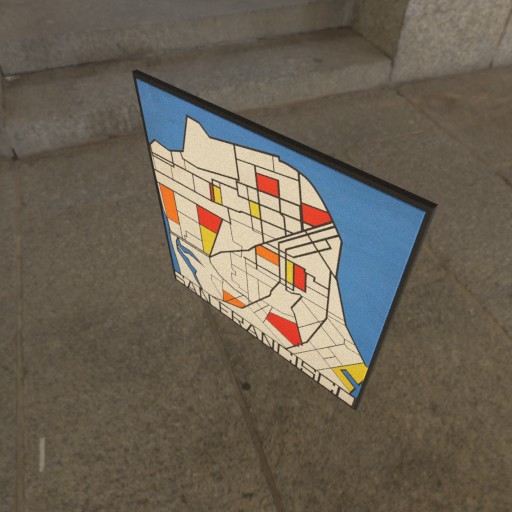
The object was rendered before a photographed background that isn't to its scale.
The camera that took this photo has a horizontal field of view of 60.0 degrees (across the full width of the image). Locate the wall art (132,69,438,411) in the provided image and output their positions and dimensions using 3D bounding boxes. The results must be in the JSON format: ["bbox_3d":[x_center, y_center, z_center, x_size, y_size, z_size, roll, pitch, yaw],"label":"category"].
[{"bbox_3d":[0.000,0.000,1.012,0.664,0.663,0.015,32,55,26],"label":"wall art"}]
